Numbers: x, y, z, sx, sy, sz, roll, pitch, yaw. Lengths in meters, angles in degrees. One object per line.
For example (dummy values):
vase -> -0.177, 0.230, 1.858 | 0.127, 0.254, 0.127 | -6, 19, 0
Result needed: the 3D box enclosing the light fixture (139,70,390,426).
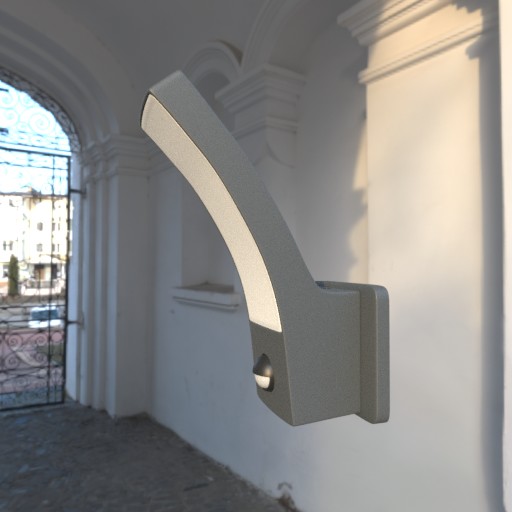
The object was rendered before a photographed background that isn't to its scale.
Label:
light fixture -> 0.000, 0.000, 0.342 | 0.174, 0.243, 0.108 | 0, -1, -18
